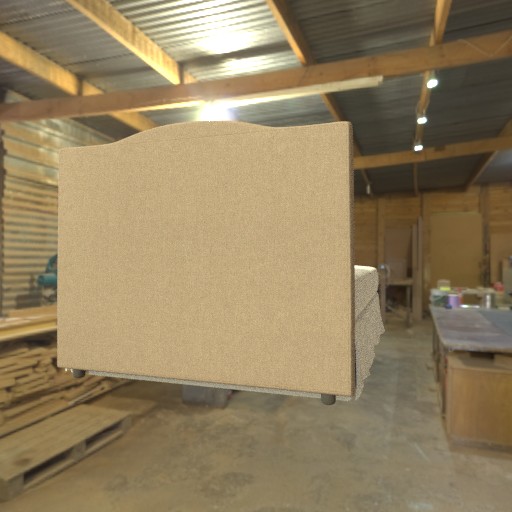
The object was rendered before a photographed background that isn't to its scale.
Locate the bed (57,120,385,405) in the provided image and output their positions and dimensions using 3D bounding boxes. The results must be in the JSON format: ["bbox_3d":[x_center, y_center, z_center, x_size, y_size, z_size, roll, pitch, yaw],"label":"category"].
[{"bbox_3d":[0.000,0.000,3.415,1.821,1.436,2.282,0,0,19],"label":"bed"}]
